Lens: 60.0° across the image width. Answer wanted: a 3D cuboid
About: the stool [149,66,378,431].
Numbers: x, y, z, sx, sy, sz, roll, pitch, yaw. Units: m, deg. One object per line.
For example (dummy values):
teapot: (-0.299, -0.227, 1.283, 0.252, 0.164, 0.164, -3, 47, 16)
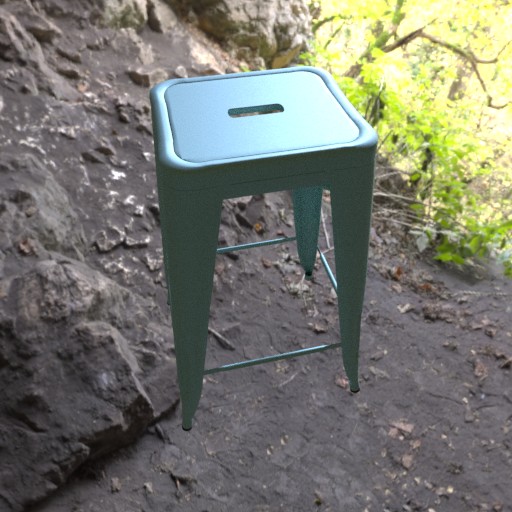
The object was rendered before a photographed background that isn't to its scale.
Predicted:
stool: (0.000, 0.000, 0.852, 0.399, 0.609, 0.359, -10, 47, -9)
